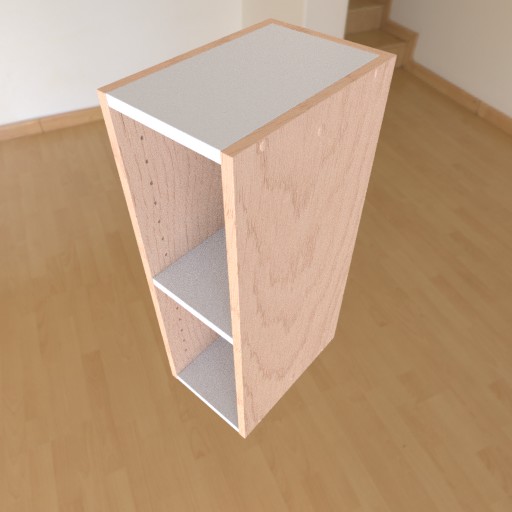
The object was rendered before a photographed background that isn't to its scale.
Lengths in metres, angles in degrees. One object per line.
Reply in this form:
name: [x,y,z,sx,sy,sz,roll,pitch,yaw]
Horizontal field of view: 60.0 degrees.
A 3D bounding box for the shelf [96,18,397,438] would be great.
shelf: [0.000,0.000,0.716,0.200,0.600,0.290,32,54,27]
